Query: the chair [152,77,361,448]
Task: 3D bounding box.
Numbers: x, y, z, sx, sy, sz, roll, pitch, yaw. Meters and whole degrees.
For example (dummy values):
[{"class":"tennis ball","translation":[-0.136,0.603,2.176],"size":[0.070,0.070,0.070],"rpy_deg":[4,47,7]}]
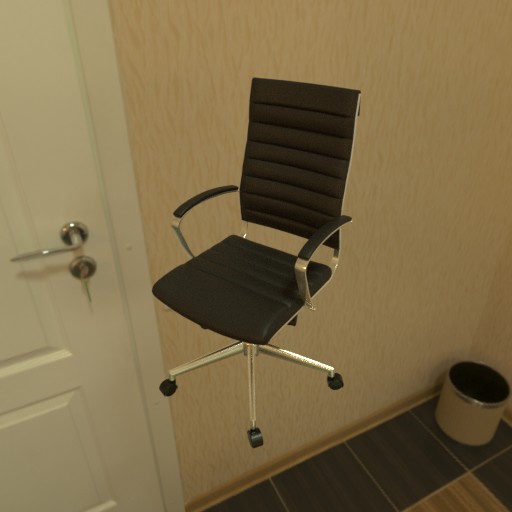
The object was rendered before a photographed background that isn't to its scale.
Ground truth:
[{"class":"chair","translation":[0.000,0.000,1.683],"size":[0.766,1.149,0.739],"rpy_deg":[19,37,28]}]
